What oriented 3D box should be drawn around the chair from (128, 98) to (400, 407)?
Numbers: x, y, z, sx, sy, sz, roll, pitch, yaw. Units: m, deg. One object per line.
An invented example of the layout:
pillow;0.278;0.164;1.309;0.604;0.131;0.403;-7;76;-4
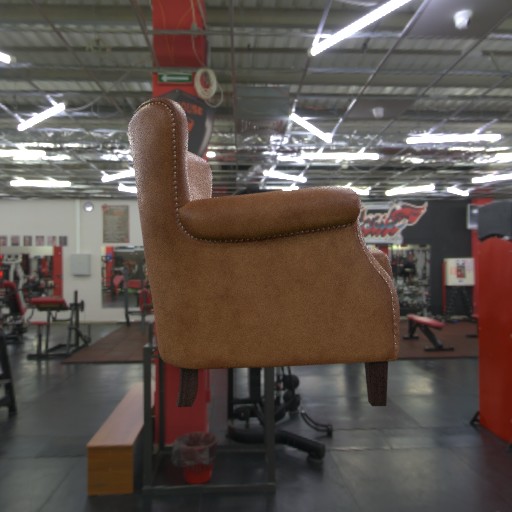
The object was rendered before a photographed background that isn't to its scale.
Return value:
chair;0.000;0.000;1.672;0.921;0.936;0.861;0;-1;0
